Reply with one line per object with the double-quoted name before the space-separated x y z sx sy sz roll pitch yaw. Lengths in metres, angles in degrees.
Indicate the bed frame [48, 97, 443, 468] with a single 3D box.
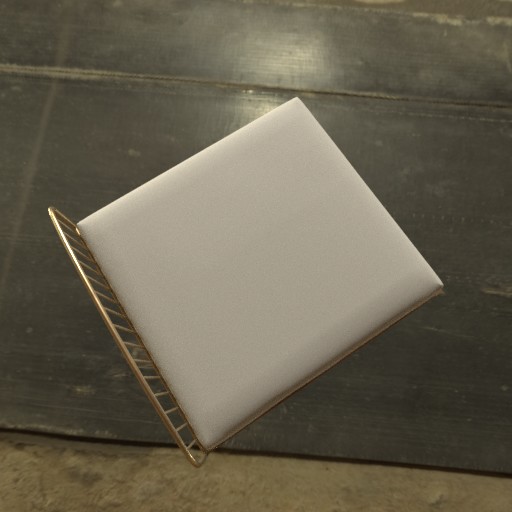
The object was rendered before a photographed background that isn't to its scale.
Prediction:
"bed frame" 0.000 0.000 3.376 2.152 1.174 2.016 -32 77 -8
